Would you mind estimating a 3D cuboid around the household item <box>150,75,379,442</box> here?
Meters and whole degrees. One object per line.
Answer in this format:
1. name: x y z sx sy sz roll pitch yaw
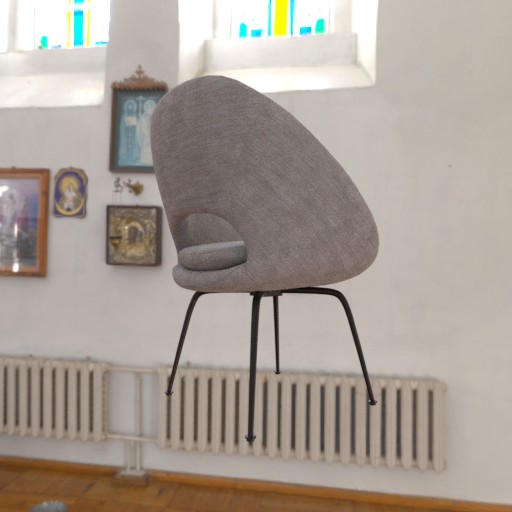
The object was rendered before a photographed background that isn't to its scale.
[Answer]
1. household item: 0.000 0.000 1.312 0.587 0.869 0.643 0 -1 -36
